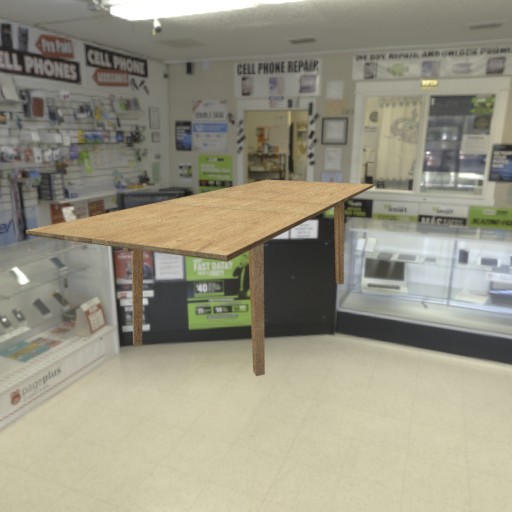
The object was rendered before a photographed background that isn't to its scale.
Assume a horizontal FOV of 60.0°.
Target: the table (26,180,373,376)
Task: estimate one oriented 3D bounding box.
[{"bbox_3d":[0.000,0.000,2.967,1.000,0.752,2.603,7,17,24],"label":"table"}]
